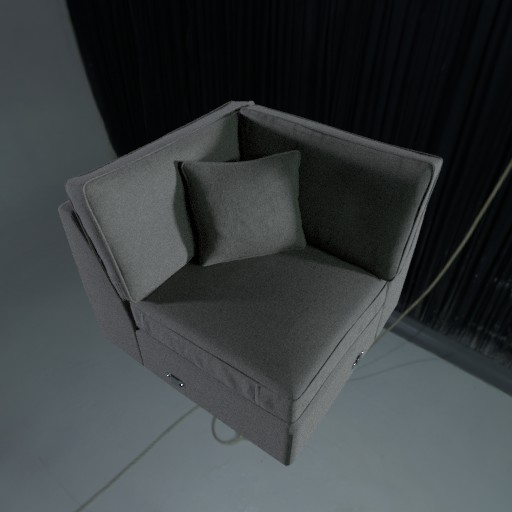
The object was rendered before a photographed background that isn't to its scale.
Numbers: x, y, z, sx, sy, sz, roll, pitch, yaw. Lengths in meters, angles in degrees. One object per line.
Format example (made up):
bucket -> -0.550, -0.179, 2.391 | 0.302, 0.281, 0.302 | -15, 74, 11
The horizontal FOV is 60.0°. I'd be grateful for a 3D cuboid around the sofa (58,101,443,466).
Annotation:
sofa -> 0.000, 0.000, 1.952 | 1.146, 1.002, 1.084 | 25, 46, 26
